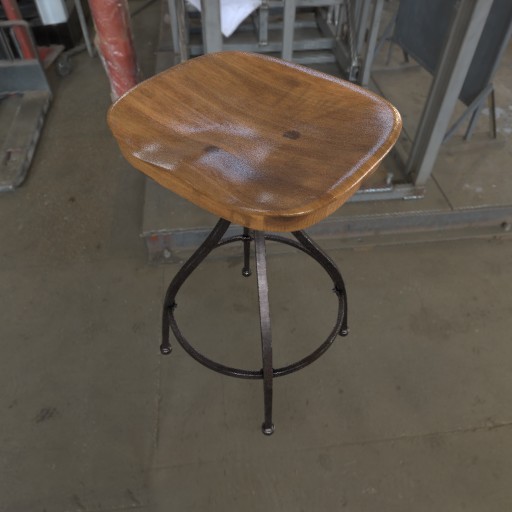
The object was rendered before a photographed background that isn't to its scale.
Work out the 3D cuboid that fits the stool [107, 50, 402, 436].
[{"bbox_3d":[0.000,0.000,0.958,0.432,0.694,0.424,30,55,25],"label":"stool"}]
